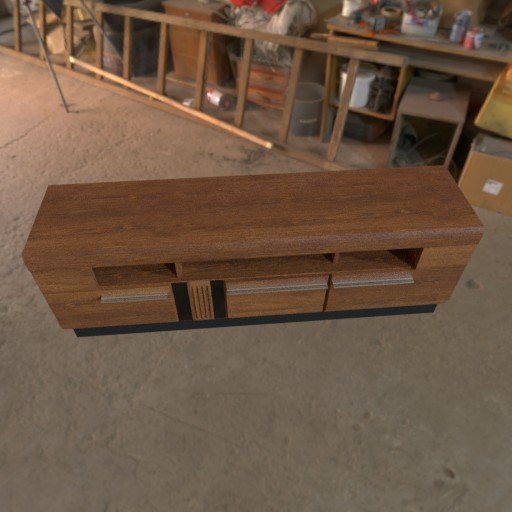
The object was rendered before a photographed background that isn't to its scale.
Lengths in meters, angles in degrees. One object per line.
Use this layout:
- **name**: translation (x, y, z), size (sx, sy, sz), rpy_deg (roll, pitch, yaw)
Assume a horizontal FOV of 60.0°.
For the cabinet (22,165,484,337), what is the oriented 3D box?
- **cabinet**: translation (0.000, 0.000, 1.827), size (1.600, 0.510, 0.419), rpy_deg (-3, 47, -3)
